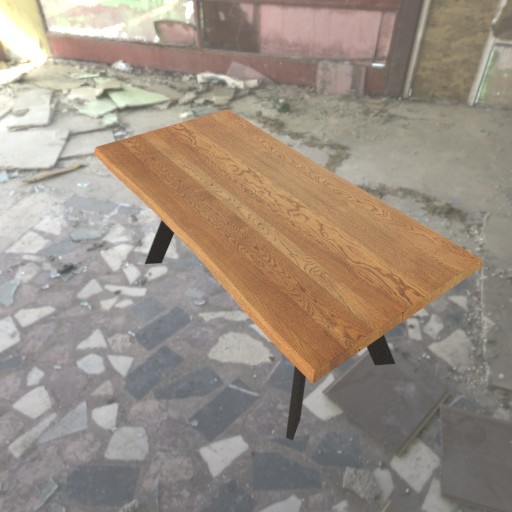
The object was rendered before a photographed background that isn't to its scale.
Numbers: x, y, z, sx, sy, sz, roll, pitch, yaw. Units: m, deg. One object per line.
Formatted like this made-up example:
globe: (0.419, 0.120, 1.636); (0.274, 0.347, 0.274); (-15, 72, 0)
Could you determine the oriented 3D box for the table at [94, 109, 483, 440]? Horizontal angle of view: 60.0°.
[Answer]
table: (0.000, 0.000, 2.313); (0.900, 0.770, 1.800); (-26, 47, -27)
